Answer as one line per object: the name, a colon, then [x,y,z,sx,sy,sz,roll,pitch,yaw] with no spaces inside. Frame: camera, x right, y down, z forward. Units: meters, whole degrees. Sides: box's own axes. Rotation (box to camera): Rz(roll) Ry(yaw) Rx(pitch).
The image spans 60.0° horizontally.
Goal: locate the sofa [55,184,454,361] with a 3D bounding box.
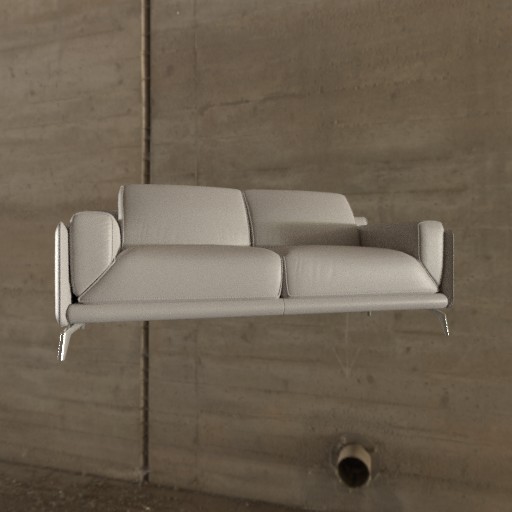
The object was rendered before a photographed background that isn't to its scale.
sofa: [0.000,0.000,2.645,2.101,0.930,1.049,0,0,-17]
